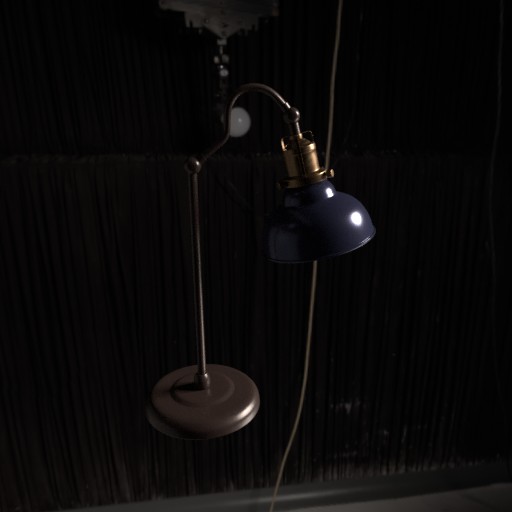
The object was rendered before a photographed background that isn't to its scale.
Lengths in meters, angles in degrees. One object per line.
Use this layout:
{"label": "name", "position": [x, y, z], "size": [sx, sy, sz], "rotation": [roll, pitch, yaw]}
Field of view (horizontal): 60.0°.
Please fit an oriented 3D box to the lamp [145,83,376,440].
{"label": "lamp", "position": [0.000, 0.000, 0.697], "size": [0.374, 0.508, 0.192], "rotation": [-3, 16, -9]}
